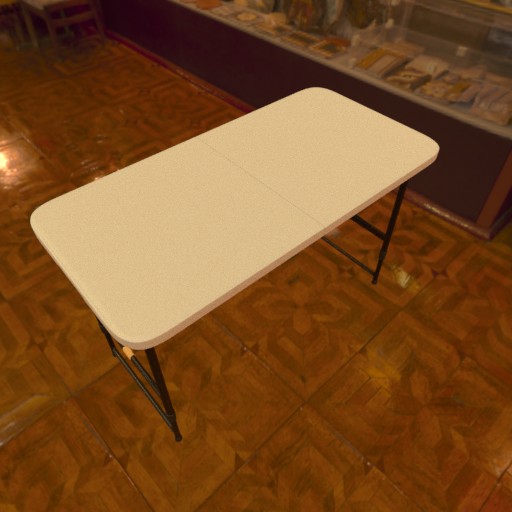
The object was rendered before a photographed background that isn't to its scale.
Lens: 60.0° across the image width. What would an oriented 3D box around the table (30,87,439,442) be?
[{"bbox_3d":[0.000,0.000,1.648,1.245,0.737,0.611,-32,55,-27],"label":"table"}]
